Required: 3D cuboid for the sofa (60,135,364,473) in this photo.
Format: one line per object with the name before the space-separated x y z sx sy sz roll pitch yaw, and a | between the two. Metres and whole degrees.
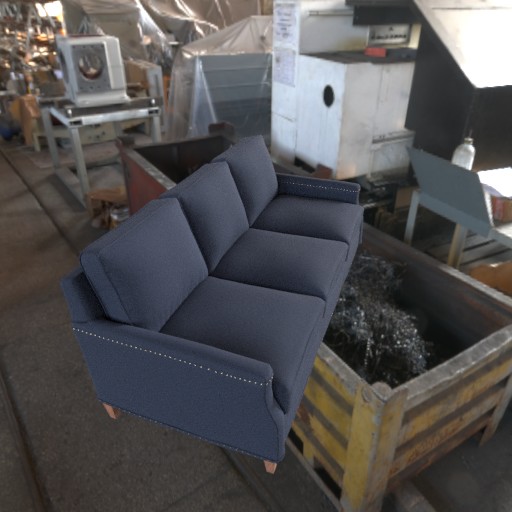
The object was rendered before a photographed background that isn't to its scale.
sofa | 0.000 0.000 2.846 1.084 1.003 2.246 11 32 18
